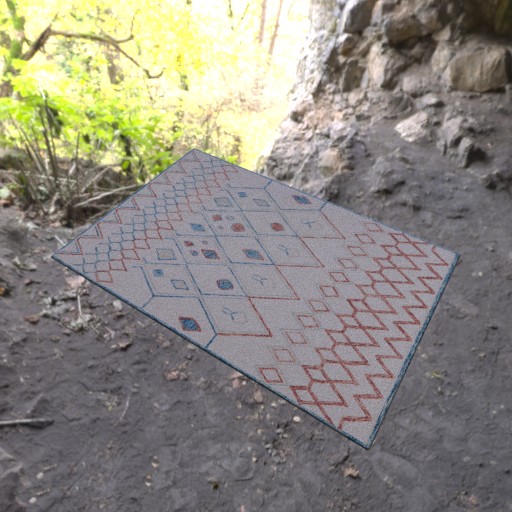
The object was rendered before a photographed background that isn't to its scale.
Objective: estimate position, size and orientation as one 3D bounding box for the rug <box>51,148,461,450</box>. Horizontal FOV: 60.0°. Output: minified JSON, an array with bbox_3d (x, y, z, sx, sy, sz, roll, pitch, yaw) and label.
[{"bbox_3d":[0.000,0.000,2.372,1.829,0.016,1.219,26,52,22],"label":"rug"}]
